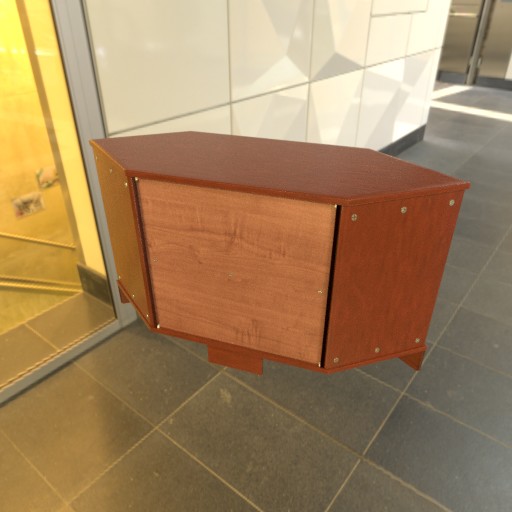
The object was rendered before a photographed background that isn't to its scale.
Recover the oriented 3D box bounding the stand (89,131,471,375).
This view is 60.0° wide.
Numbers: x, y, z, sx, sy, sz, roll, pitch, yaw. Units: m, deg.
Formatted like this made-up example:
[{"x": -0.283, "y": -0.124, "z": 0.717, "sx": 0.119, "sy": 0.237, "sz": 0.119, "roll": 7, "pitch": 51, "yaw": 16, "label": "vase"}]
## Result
[{"x": 0.000, "y": 0.000, "z": 1.351, "sx": 1.072, "sy": 0.614, "sz": 0.381, "roll": 10, "pitch": 33, "yaw": 16, "label": "stand"}]
